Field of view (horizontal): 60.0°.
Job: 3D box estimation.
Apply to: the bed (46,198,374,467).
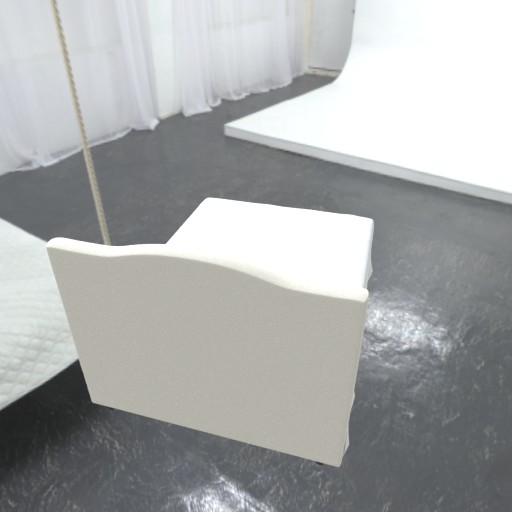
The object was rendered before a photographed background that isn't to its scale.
[{"bbox_3d":[0.000,0.000,3.428,1.821,1.436,2.282,9,34,13],"label":"bed"}]
